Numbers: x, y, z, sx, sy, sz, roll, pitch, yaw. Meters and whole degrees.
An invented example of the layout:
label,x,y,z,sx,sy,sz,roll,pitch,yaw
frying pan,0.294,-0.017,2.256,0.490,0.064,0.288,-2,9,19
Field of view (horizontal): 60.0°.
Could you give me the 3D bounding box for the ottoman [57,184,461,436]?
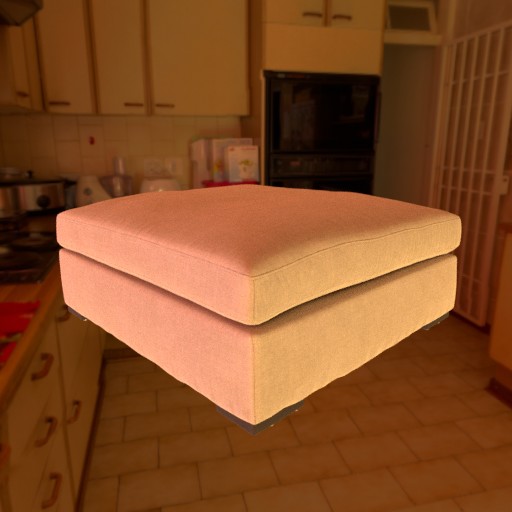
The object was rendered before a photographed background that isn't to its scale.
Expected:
label,x,y,z,sx,sy,sz,roll,pitch,yaw
ottoman,0.000,0.000,1.784,1.171,0.517,1.203,-14,20,-42
